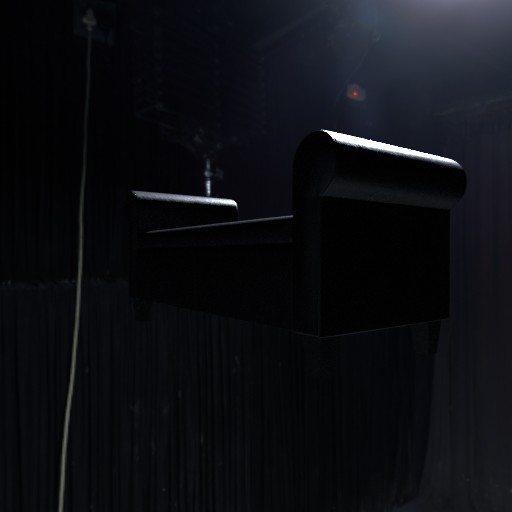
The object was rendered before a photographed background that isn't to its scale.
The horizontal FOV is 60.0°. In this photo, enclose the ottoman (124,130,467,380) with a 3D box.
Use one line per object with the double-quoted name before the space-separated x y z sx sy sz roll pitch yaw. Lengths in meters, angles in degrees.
"ottoman" 0.000 0.000 1.560 0.521 0.547 1.256 0 0 -36
